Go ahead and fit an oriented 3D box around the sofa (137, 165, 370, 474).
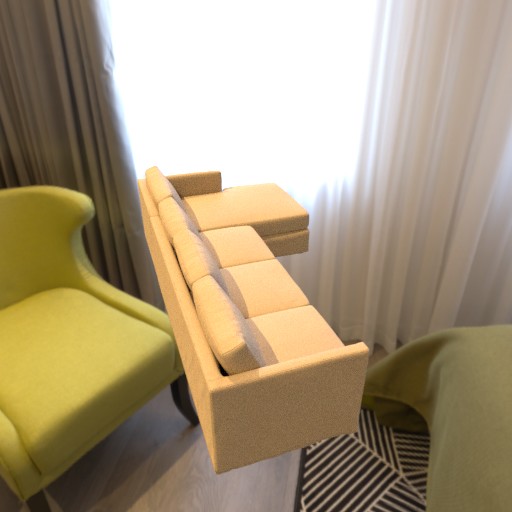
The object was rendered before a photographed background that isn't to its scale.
[{"bbox_3d":[0.000,0.000,3.849,1.622,0.871,3.206,-10,32,-17],"label":"sofa"}]
